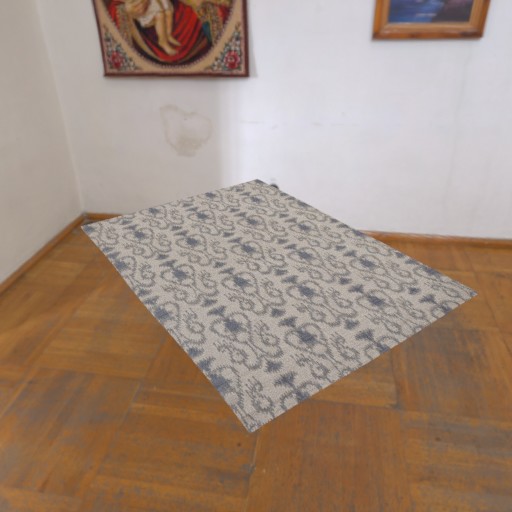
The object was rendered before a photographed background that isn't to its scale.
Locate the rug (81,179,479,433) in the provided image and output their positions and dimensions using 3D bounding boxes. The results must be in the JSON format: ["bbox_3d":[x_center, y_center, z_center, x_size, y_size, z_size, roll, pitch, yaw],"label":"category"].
[{"bbox_3d":[0.000,0.000,3.018,1.676,0.013,2.261,-21,37,-30],"label":"rug"}]
